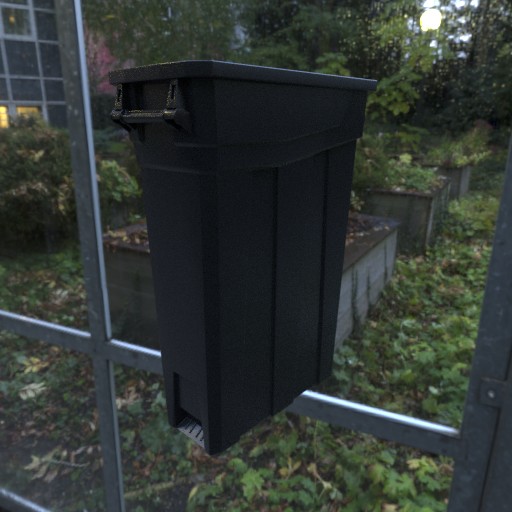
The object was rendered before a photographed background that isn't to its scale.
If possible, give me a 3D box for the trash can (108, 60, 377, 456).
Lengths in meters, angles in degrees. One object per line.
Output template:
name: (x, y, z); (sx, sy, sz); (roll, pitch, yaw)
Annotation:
trash can: (0.000, 0.000, 1.015); (0.281, 0.762, 0.559); (16, 23, 41)
